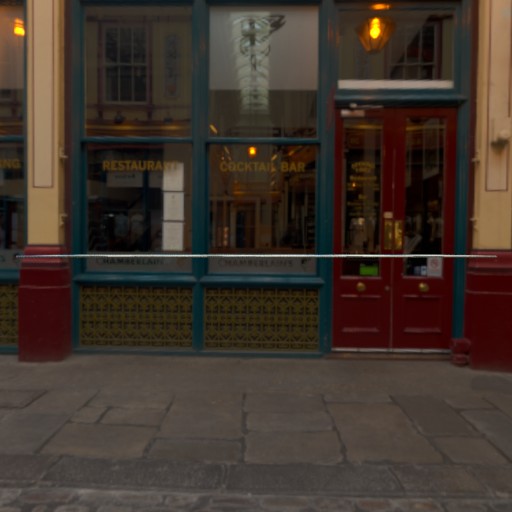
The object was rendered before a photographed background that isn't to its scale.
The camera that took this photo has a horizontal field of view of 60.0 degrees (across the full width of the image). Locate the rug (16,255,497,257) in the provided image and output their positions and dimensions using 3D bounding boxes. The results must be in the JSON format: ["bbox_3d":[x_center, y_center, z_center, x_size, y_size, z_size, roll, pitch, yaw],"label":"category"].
[{"bbox_3d":[0.000,0.000,2.620,2.437,0.008,0.774,0,1,1],"label":"rug"}]
